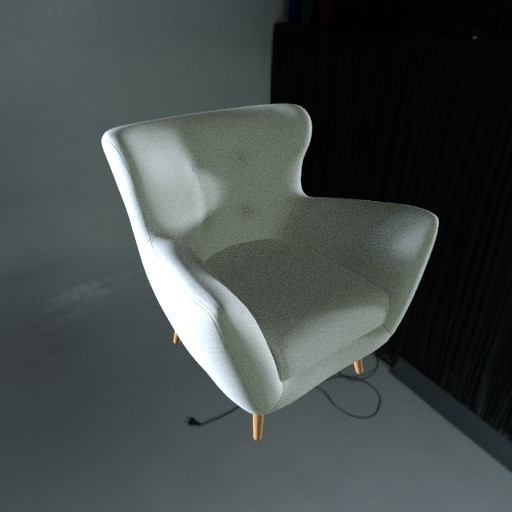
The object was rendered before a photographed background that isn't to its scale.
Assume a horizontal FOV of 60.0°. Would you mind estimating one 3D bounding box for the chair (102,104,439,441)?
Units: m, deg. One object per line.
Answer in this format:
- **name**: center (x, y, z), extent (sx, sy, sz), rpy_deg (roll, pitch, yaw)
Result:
- **chair**: center (0.000, 0.000, 1.580), extent (0.890, 0.889, 0.889), rpy_deg (-20, 35, -32)
